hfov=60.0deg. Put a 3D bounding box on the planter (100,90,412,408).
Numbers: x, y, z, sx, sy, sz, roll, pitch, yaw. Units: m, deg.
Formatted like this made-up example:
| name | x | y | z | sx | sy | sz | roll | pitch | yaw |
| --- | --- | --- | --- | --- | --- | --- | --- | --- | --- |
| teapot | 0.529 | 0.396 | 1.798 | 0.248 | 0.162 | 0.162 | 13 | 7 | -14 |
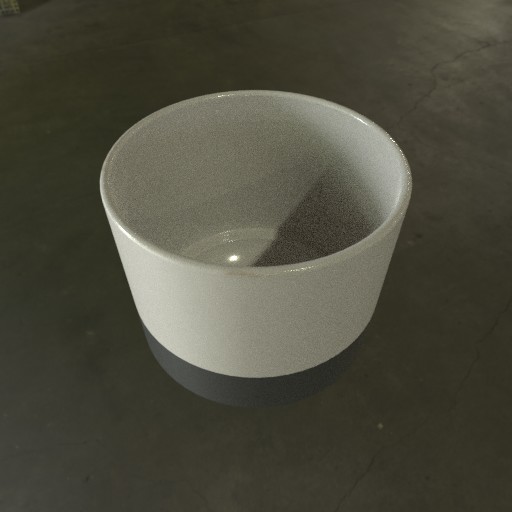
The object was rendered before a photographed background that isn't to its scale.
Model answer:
| name | x | y | z | sx | sy | sz | roll | pitch | yaw |
| --- | --- | --- | --- | --- | --- | --- | --- | --- | --- |
| planter | 0.000 | 0.000 | 0.344 | 0.193 | 0.177 | 0.193 | 0 | 46 | 0 |
